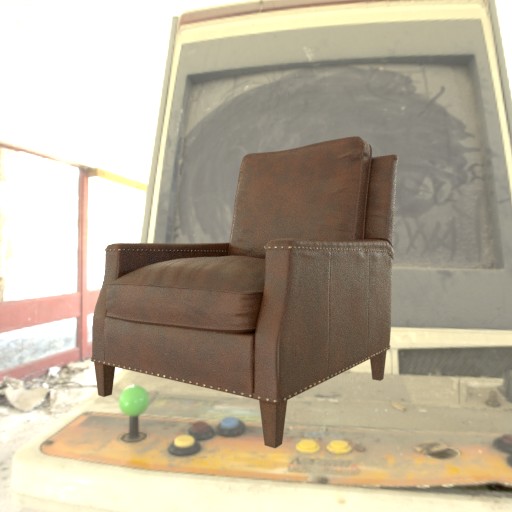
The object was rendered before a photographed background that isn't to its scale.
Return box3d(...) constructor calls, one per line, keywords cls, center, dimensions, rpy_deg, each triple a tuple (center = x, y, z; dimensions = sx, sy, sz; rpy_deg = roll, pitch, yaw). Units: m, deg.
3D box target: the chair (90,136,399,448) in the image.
box3d(cls="chair", center=(0.000, 0.000, 1.823), dimensions=(0.854, 1.054, 1.035), rpy_deg=(0, 0, 36))
